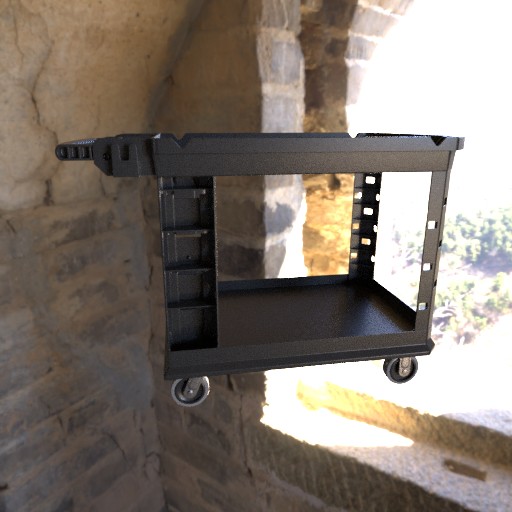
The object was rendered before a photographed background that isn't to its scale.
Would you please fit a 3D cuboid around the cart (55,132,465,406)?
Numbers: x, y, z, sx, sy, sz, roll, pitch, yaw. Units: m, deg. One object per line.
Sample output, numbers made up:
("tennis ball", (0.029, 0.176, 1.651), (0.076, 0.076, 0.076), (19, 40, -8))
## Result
("cart", (0.000, 0.000, 1.675), (1.239, 0.884, 0.674), (-3, 17, -10))
